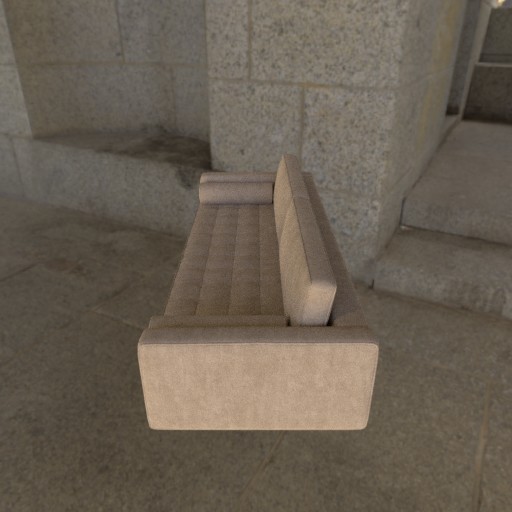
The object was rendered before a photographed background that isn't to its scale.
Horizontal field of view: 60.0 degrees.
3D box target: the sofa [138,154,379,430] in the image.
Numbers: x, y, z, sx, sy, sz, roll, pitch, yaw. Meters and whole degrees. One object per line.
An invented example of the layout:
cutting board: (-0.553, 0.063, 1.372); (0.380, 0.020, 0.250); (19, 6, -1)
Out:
sofa: (0.000, 0.000, 2.661); (0.919, 0.770, 2.200); (0, 27, 0)
